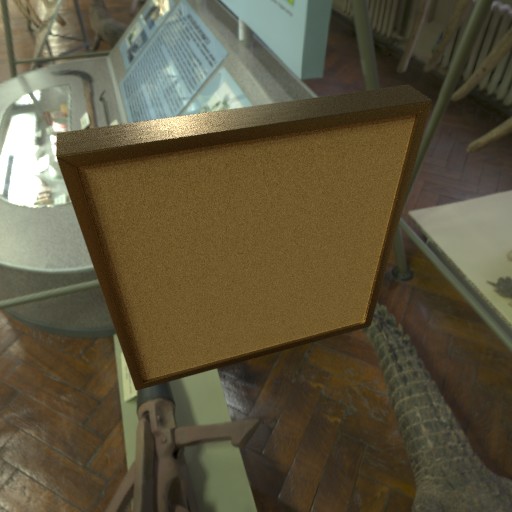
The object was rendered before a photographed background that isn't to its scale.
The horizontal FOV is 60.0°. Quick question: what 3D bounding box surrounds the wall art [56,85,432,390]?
[{"bbox_3d":[0.000,0.000,0.458,0.305,0.305,0.037,-12,44,-13],"label":"wall art"}]
